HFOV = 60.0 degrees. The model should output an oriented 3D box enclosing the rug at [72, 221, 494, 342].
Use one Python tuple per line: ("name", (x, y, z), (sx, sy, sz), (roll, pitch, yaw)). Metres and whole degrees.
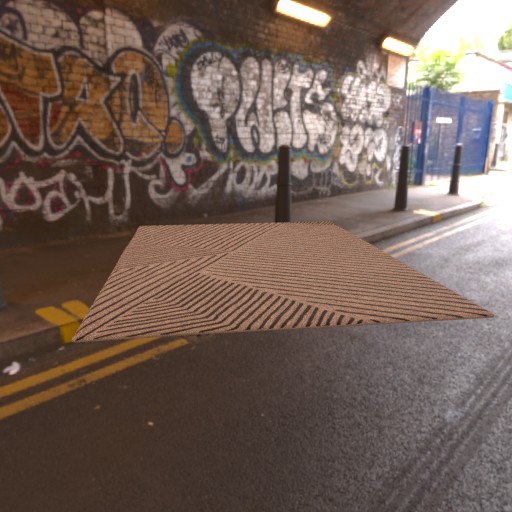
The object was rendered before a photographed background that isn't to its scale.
("rug", (0.000, 0.000, 3.038), (1.829, 0.028, 2.449), (-2, 15, -8))
